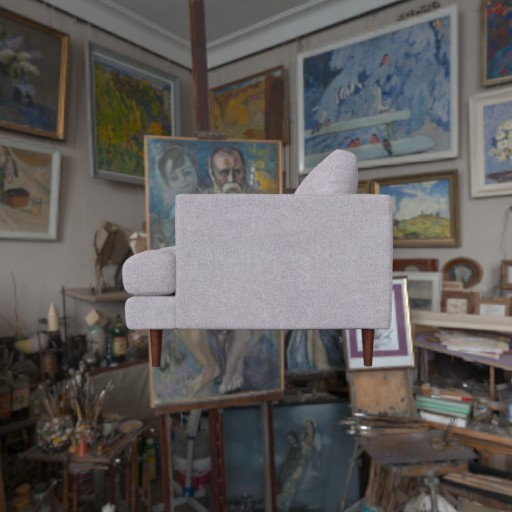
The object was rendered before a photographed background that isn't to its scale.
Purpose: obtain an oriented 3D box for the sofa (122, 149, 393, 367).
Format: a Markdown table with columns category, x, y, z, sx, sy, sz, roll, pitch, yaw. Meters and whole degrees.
| category | x | y | z | sx | sy | sz | roll | pitch | yaw |
| --- | --- | --- | --- | --- | --- | --- | --- | --- | --- |
| sofa | 0.000 | 0.000 | 2.772 | 1.020 | 0.868 | 2.250 | 0 | 0 | 0 |
